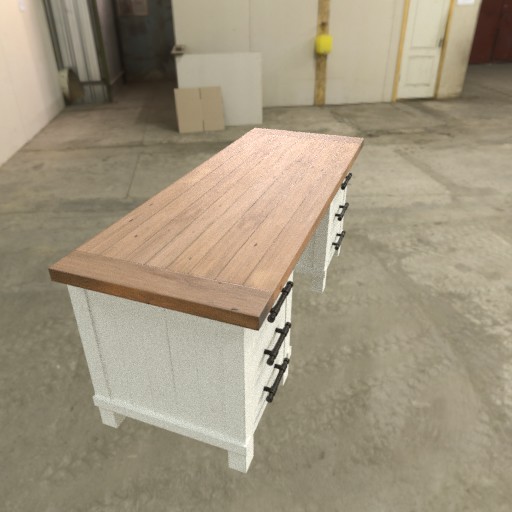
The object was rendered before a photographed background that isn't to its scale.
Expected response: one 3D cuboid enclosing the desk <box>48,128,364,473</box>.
[{"bbox_3d":[0.000,0.000,2.176,0.688,0.760,1.803,11,32,18],"label":"desk"}]
